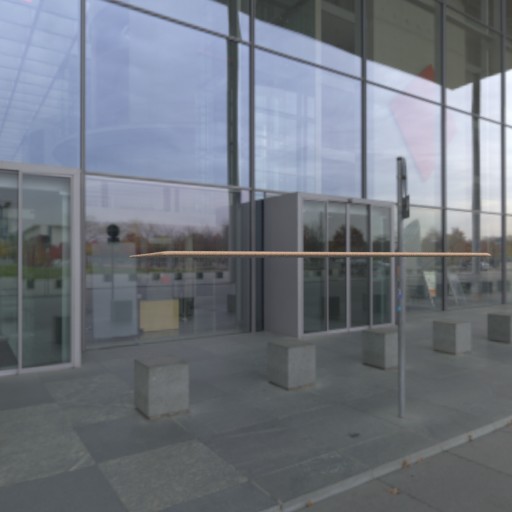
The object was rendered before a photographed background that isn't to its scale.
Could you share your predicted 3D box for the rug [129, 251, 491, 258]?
[{"bbox_3d":[0.000,0.000,2.065,1.061,0.012,1.668,0,0,-19],"label":"rug"}]
